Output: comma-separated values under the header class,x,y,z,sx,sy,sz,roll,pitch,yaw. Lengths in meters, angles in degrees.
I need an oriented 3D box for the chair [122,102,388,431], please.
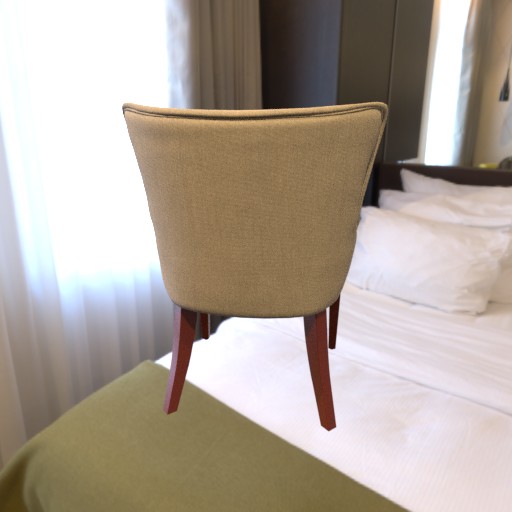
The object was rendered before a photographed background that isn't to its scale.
class,x,y,z,sx,sy,sz,roll,pitch,yaw
chair,0.000,0.000,1.453,0.732,0.948,0.677,3,18,9
